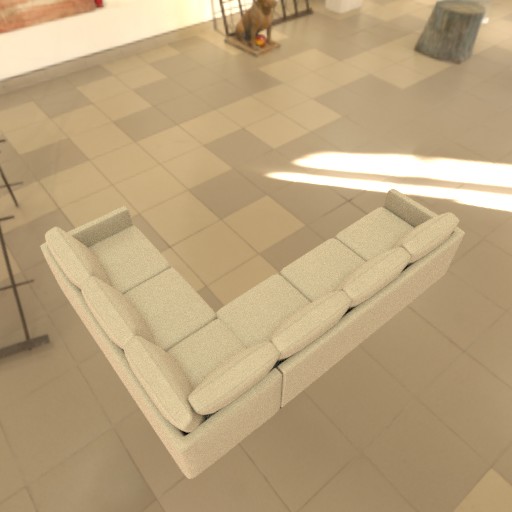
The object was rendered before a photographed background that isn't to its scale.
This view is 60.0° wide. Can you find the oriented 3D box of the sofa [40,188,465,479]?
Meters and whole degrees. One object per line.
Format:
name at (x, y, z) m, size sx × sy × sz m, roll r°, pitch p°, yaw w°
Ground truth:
sofa at (0.000, 0.000, 4.441) m, size 3.333 × 0.934 × 2.522 m, roll -31°, pitch 55°, yaw -25°
